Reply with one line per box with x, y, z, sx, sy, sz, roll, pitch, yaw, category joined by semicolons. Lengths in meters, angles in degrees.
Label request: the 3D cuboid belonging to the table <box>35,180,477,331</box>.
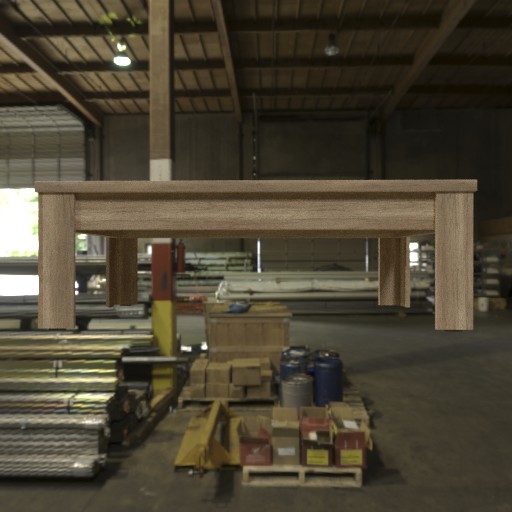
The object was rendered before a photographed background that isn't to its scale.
0.000;0.000;1.701;1.350;0.460;0.700;0;0;1;table
